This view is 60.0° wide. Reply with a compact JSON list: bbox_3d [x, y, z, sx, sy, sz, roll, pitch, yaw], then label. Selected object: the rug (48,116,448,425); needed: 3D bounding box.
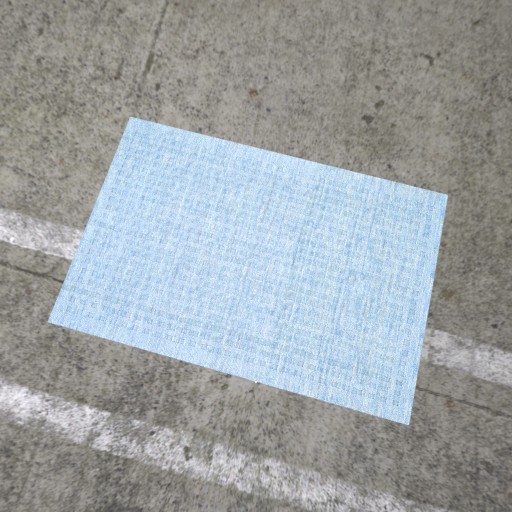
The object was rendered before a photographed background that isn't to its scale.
[{"bbox_3d":[0.000,0.000,2.894,2.286,0.006,1.522,15,75,4],"label":"rug"}]
